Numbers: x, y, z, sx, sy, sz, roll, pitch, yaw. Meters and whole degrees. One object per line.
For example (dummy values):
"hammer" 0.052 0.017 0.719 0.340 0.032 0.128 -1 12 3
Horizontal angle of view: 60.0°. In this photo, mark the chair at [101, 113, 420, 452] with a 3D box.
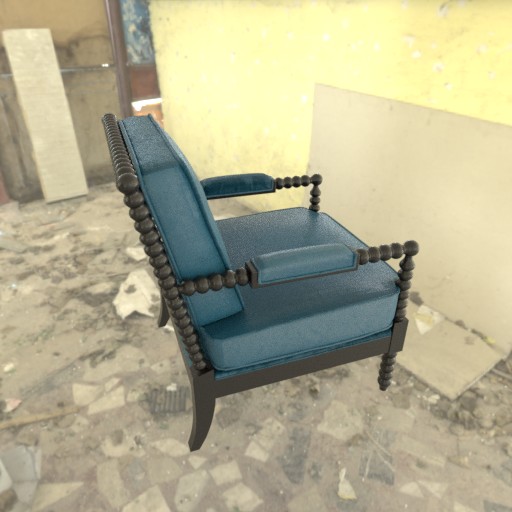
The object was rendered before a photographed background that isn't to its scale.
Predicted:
"chair" 0.000 0.000 1.442 0.805 0.857 0.688 -10 31 -17
